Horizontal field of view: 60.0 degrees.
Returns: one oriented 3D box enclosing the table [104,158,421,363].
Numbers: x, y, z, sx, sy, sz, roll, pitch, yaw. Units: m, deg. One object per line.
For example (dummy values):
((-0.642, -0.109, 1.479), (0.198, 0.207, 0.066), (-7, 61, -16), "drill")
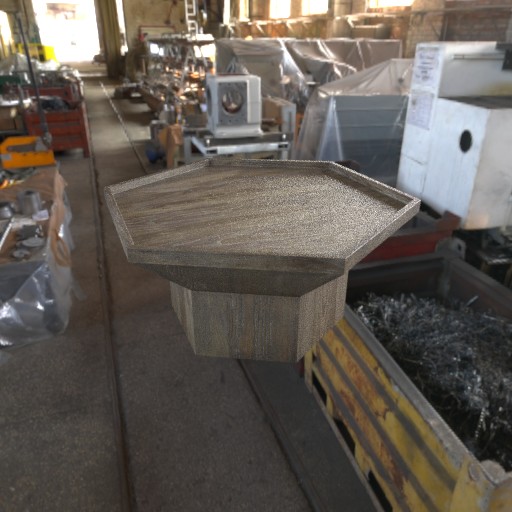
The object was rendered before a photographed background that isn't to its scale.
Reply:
((0.000, 0.000, 1.655), (0.966, 0.488, 1.115), (18, 32, 33), "table")
